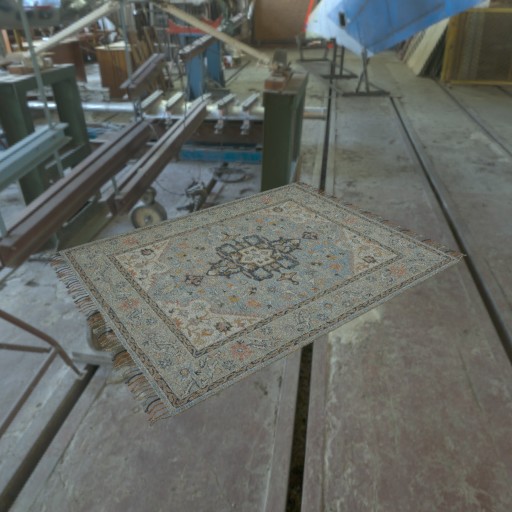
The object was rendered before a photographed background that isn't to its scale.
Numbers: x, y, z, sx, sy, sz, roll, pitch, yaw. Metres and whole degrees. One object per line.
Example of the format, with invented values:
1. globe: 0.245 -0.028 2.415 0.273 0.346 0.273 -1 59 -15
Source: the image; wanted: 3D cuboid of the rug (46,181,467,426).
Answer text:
1. rug: 0.000 0.000 4.171 3.221 0.011 2.379 -21 37 -30
